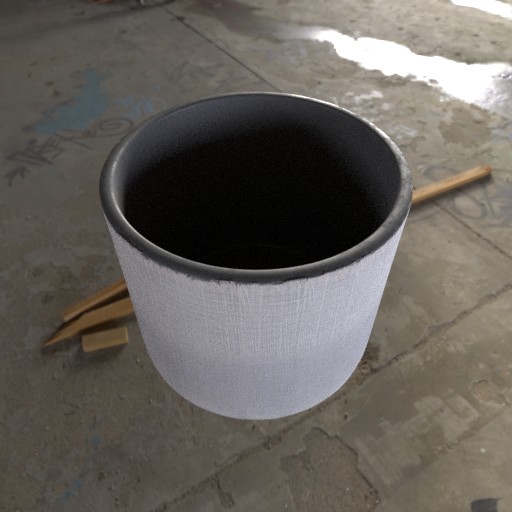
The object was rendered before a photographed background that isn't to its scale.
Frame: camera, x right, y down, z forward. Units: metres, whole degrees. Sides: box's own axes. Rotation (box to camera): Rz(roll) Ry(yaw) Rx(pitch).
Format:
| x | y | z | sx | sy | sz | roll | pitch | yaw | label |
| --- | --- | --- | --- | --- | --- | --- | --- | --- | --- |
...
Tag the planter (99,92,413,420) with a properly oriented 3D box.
| x | y | z | sx | sy | sz | roll | pitch | yaw | label |
| --- | --- | --- | --- | --- | --- | --- | --- | --- | --- |
| 0.000 | 0.000 | 0.440 | 0.254 | 0.221 | 0.254 | 0 | 47 | 0 | planter |
